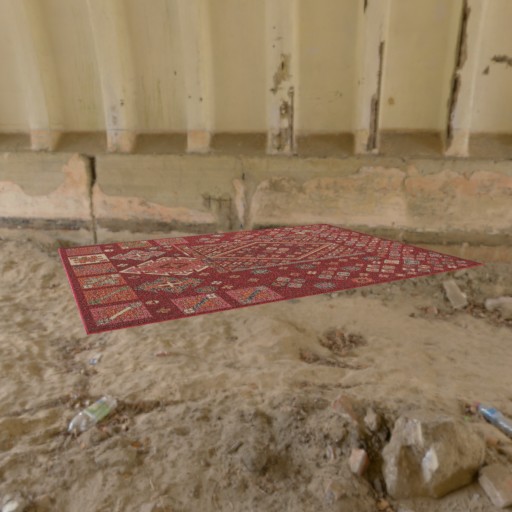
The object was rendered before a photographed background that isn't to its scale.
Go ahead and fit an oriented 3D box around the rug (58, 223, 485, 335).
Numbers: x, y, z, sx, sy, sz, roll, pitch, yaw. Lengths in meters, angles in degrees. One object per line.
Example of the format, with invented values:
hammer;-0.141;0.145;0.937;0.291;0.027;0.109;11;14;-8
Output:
rug;0.000;0.000;4.203;3.306;0.011;2.389;-7;15;-26
